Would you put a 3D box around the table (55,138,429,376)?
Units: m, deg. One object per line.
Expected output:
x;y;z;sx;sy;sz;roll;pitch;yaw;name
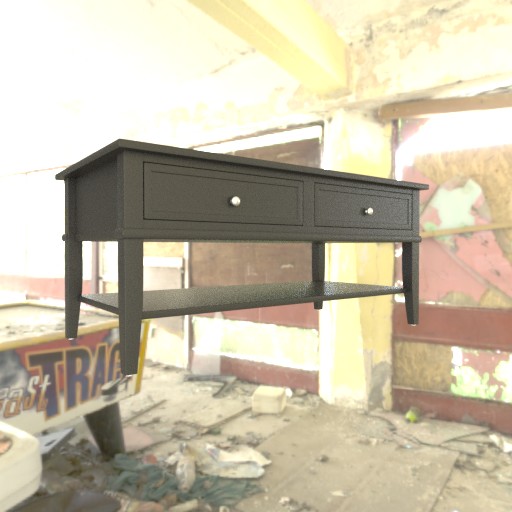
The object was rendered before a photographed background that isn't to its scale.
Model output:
0.000;0.000;1.372;1.044;0.470;0.523;-1;1;-37;table
